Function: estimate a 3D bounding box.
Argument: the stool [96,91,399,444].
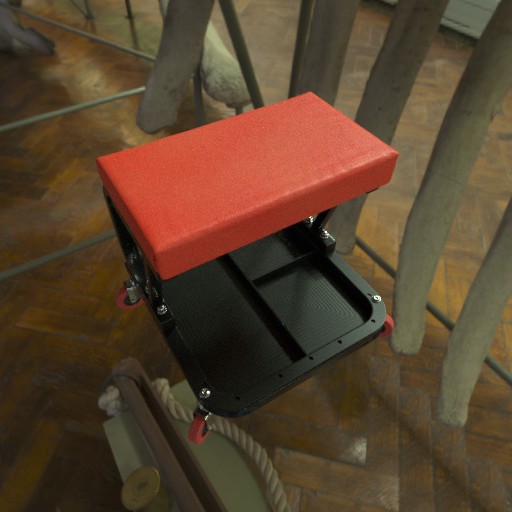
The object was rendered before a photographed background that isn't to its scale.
[{"bbox_3d":[0.000,0.000,0.739,0.446,0.380,0.371,-24,52,-21],"label":"stool"}]
